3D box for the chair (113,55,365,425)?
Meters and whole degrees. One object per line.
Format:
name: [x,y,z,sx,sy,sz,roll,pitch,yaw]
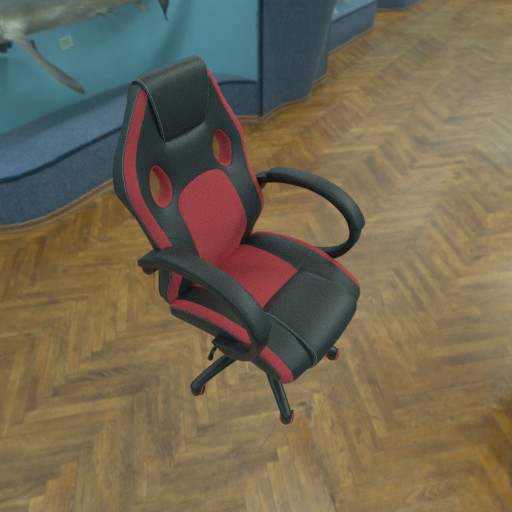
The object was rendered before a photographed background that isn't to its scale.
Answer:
chair: [0.000,0.000,1.566,0.724,1.187,0.673,26,48,26]
